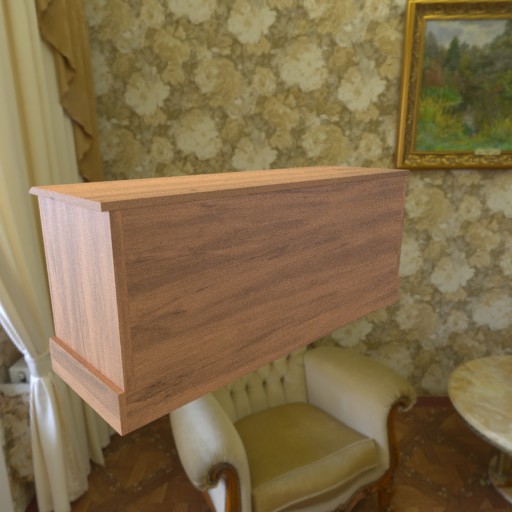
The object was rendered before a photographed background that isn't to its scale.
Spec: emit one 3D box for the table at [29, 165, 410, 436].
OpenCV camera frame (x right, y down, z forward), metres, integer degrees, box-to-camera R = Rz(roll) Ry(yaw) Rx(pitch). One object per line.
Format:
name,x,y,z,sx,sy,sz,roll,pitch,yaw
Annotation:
table,0.000,0.000,1.439,1.200,0.510,0.400,-14,21,-42
